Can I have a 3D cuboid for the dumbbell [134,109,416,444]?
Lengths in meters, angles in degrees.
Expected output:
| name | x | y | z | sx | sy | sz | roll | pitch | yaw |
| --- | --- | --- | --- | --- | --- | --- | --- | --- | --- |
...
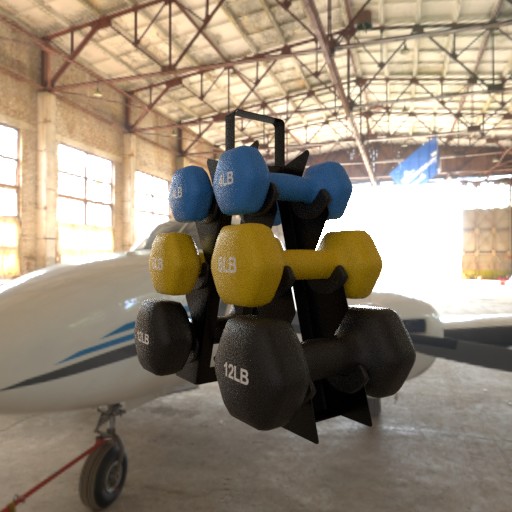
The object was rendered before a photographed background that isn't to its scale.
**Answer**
| name | x | y | z | sx | sy | sz | roll | pitch | yaw |
| --- | --- | --- | --- | --- | --- | --- | --- | --- | --- |
| dumbbell | 0.000 | 0.000 | 0.674 | 0.255 | 0.426 | 0.409 | 0 | -1 | -35 |
